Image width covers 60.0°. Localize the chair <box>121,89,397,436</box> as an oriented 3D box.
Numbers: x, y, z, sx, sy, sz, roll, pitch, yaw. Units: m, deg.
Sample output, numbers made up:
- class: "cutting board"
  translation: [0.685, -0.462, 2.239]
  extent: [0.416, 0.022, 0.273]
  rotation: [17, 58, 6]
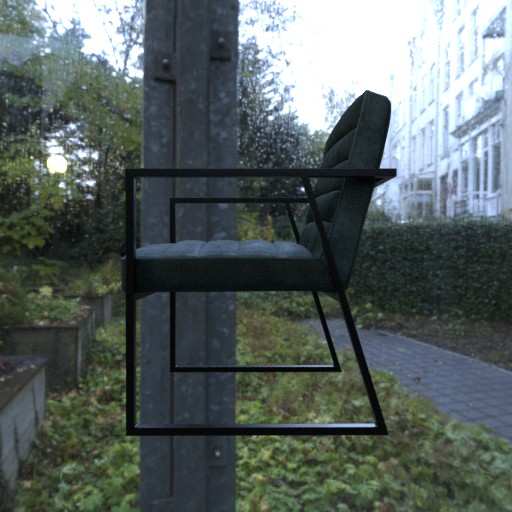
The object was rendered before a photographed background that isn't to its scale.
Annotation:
- class: "chair"
  translation: [0.000, 0.000, 1.314]
  extent: [0.677, 0.833, 0.571]
  rotation: [0, 0, 0]
